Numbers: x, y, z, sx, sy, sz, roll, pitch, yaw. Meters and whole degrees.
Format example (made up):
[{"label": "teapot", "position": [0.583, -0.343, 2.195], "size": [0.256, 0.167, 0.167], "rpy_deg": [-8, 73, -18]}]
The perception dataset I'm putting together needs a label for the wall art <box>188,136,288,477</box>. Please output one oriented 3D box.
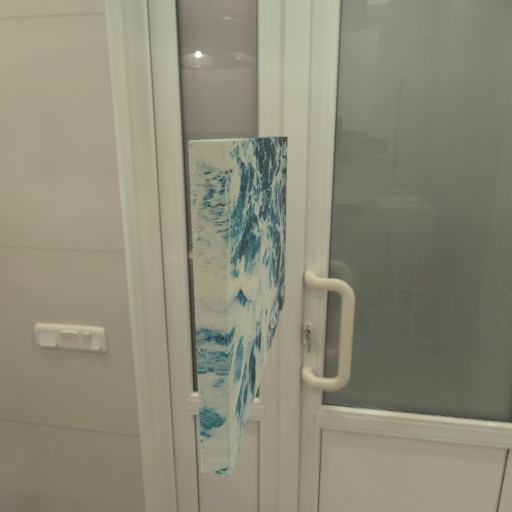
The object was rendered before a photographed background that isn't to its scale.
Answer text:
[{"label": "wall art", "position": [0.000, 0.000, 0.788], "size": [0.043, 0.407, 0.609], "rpy_deg": [3, 16, 10]}]
